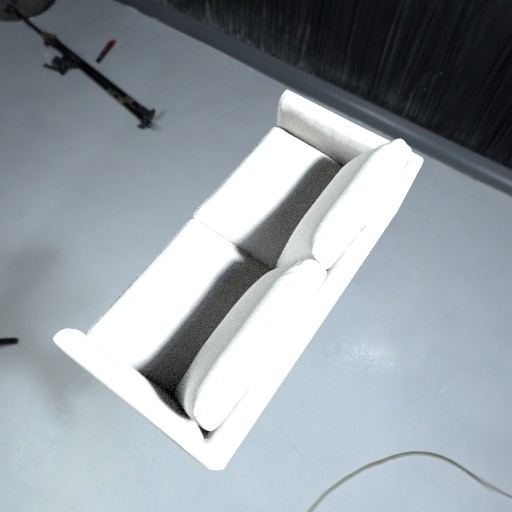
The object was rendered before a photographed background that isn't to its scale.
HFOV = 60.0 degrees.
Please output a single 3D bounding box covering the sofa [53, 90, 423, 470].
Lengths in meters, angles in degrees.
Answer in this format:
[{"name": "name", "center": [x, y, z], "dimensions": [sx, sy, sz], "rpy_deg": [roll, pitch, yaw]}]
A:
[{"name": "sofa", "center": [0.000, 0.000, 2.797], "dimensions": [1.090, 0.838, 2.588], "rpy_deg": [33, 68, 15]}]
